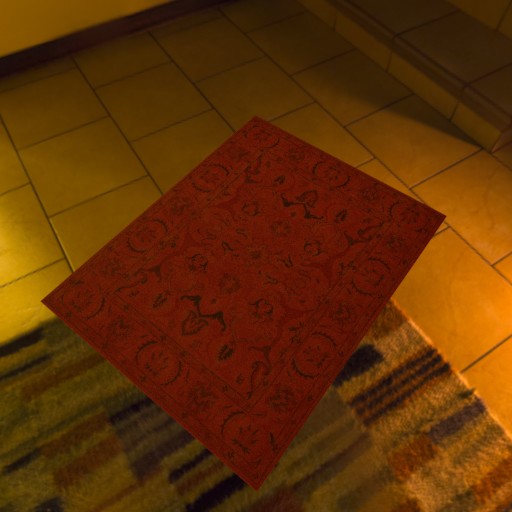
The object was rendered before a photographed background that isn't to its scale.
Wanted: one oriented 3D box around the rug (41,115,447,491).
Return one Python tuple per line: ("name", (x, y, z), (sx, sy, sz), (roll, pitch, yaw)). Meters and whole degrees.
("rug", (0.000, 0.000, 3.951), (2.300, 0.012, 2.929), (33, 63, 19))
